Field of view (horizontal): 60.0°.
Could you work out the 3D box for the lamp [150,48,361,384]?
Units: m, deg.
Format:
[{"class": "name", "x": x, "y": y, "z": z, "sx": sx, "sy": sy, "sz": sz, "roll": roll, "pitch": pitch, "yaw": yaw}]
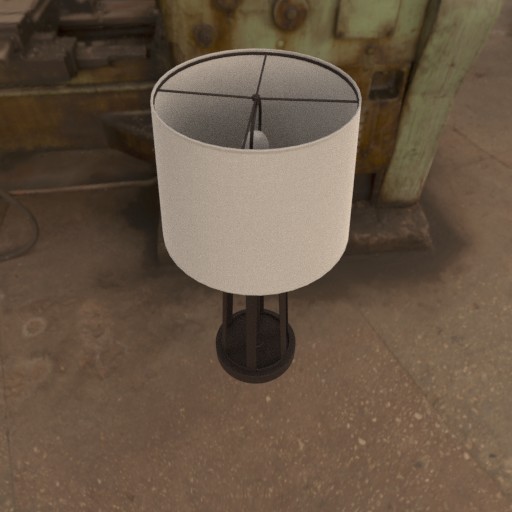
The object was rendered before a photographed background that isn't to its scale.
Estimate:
[{"class": "lamp", "x": 0.000, "y": 0.000, "z": 0.654, "sx": 0.251, "sy": 0.509, "sz": 0.251, "roll": 0, "pitch": 47, "yaw": 0}]
